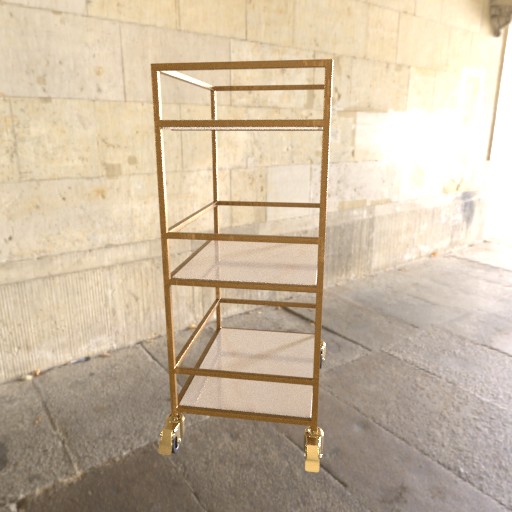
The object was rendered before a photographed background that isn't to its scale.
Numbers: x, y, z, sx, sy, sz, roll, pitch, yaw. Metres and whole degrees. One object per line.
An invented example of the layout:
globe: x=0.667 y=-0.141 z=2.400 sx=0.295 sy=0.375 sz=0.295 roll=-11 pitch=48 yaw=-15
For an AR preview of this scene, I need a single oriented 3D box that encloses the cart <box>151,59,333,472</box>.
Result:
cart: x=0.000 y=0.000 z=0.998 sx=0.332 sy=0.761 sz=0.483 roll=2 pitch=16 yaw=9
